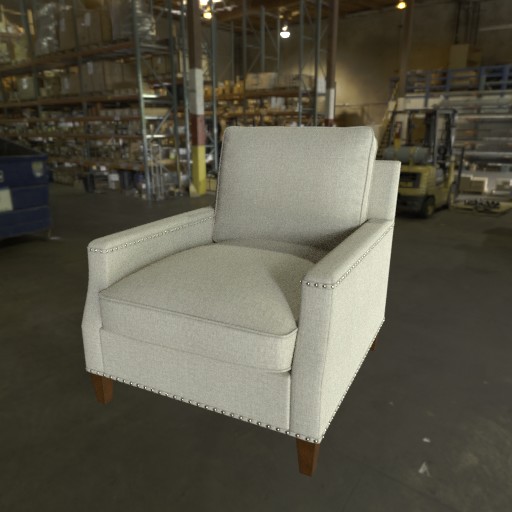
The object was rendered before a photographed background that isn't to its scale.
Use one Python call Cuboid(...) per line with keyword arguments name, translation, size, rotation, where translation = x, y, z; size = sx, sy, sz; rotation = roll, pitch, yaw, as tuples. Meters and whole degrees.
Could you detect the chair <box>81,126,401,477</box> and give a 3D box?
Cuboid(name="chair", translation=(0.000, 0.000, 1.666), size=(0.853, 0.943, 1.014), rotation=(8, 18, 25))
